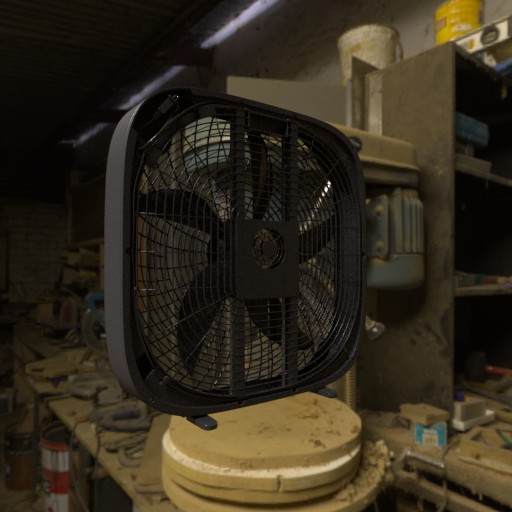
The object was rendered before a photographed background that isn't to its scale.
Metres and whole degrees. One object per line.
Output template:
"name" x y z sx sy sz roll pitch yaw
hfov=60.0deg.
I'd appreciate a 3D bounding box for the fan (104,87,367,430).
"fan" 0.000 0.000 0.809 0.526 0.533 0.142 1 -1 -37
